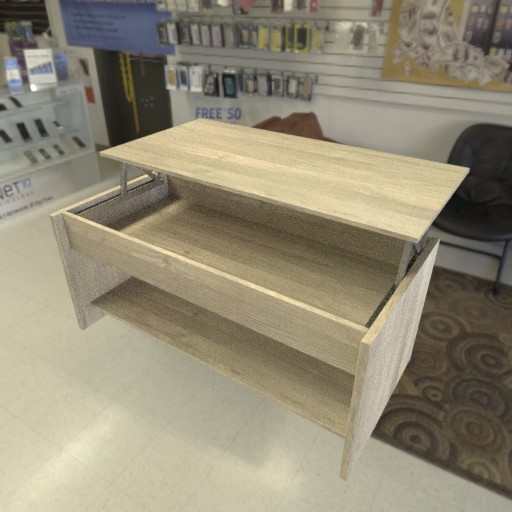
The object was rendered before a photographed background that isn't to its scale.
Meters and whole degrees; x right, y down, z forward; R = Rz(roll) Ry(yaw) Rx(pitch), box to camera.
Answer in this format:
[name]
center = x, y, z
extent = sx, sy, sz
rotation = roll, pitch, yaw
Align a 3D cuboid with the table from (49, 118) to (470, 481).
[table]
center = 0.000, 0.000, 1.405
extent = 1.000, 0.570, 0.712
rotation = 19, 36, 28
